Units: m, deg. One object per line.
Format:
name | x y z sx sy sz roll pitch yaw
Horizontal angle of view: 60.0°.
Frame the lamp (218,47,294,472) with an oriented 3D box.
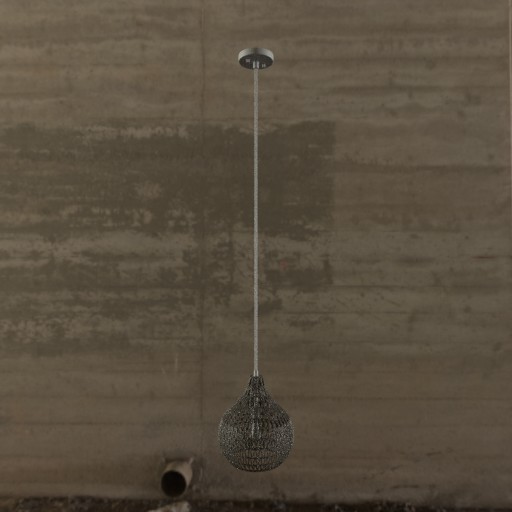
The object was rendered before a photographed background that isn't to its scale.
lamp | 0.000 0.000 2.104 0.355 1.919 0.355 1 -2 -35
